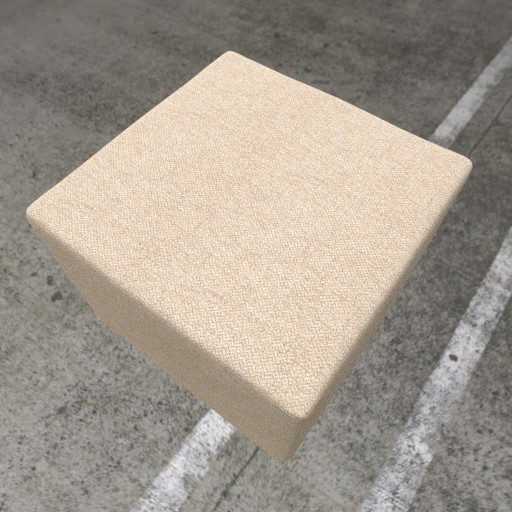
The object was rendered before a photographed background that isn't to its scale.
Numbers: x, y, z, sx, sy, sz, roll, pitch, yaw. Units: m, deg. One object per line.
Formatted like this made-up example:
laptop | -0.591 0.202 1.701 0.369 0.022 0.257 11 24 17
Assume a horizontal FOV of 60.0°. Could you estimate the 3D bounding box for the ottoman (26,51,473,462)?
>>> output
ottoman | 0.000 0.000 0.839 0.508 0.432 0.508 32 63 18
